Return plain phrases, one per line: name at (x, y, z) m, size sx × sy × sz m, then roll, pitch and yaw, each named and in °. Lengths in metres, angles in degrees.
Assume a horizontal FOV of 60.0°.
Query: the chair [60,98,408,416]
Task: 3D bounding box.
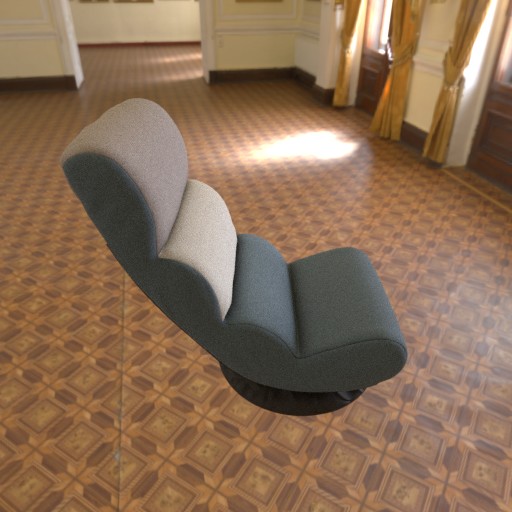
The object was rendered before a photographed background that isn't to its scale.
chair at (0.000, 0.000, 1.030) m, size 0.661 × 0.641 × 0.420 m, roll 0°, pitch 32°, yaw 0°
